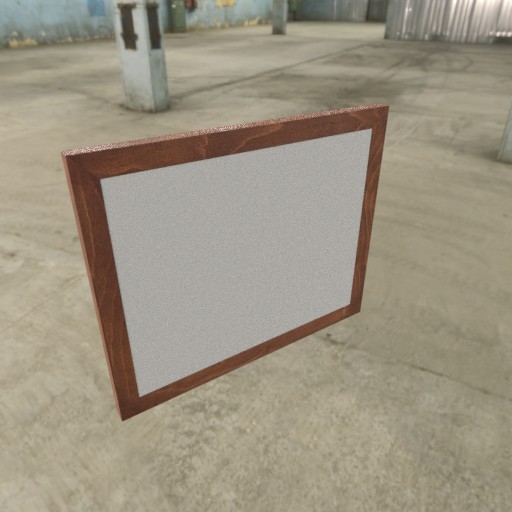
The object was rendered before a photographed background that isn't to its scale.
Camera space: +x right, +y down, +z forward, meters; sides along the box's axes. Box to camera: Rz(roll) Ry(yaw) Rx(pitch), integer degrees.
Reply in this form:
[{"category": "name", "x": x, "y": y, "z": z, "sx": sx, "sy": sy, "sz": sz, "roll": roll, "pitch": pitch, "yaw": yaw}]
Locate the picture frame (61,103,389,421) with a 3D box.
[{"category": "picture frame", "x": 0.000, "y": 0.000, "z": 0.781, "sx": 0.559, "sy": 0.457, "sz": 0.025, "roll": -18, "pitch": 34, "yaw": -29}]
